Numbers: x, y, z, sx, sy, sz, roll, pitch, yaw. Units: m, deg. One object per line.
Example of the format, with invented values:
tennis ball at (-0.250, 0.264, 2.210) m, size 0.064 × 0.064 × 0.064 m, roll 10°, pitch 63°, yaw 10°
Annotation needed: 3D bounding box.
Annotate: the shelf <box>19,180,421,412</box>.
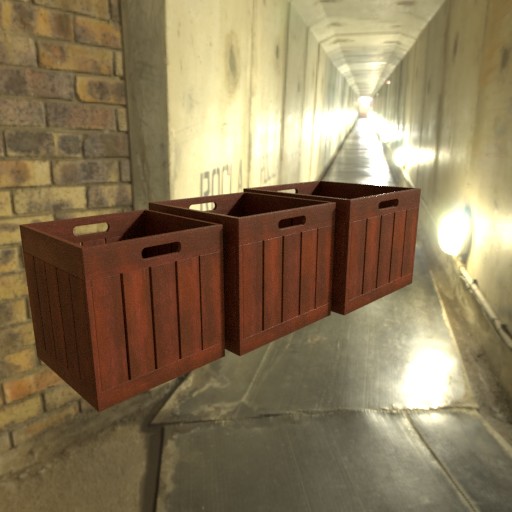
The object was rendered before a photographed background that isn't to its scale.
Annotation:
shelf at (0.000, 0.000, 1.193) m, size 0.393 × 0.311 × 1.064 m, roll 14°, pitch 20°, yaw 43°
